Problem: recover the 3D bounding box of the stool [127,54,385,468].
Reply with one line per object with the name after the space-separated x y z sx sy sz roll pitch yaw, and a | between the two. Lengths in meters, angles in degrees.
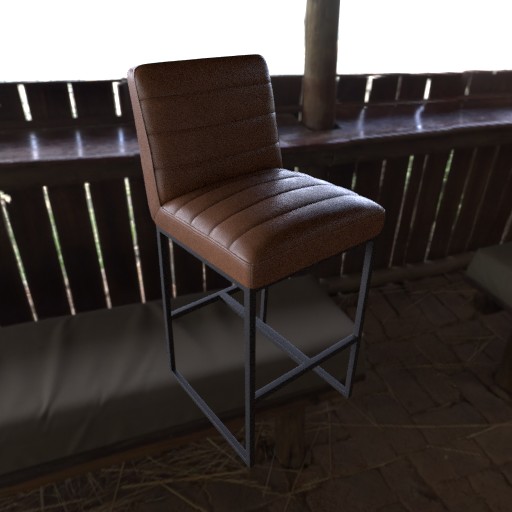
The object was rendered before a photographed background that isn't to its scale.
0.000 0.000 1.313 0.458 1.040 0.556 -21 37 -32 | stool
